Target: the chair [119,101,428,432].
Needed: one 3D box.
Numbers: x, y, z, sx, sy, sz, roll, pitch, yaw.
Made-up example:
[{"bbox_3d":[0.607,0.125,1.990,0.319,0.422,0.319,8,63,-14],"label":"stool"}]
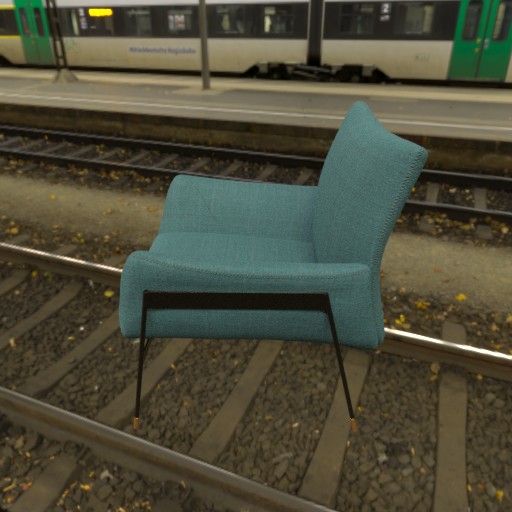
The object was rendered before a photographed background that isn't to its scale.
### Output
[{"bbox_3d":[0.000,0.000,1.424,0.769,0.859,0.678,0,28,1],"label":"chair"}]
